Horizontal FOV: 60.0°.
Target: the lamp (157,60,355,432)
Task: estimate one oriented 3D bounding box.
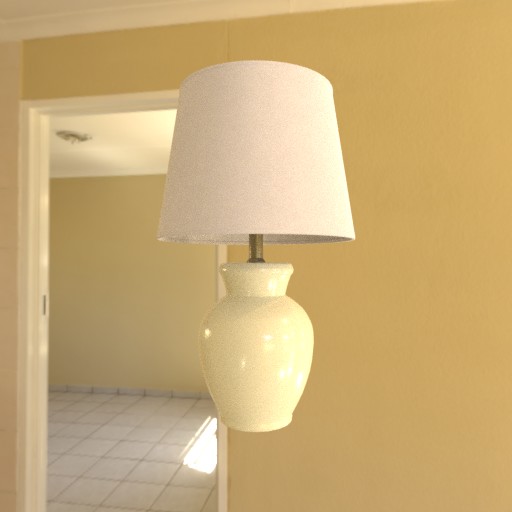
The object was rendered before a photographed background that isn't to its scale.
[{"bbox_3d":[0.000,0.000,0.546,0.239,0.399,0.239,0,-1,0],"label":"lamp"}]
